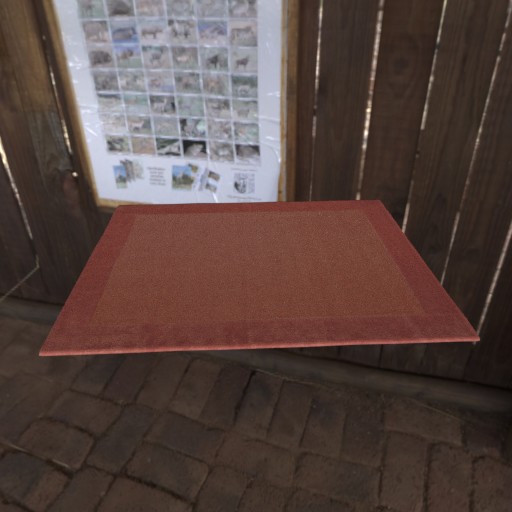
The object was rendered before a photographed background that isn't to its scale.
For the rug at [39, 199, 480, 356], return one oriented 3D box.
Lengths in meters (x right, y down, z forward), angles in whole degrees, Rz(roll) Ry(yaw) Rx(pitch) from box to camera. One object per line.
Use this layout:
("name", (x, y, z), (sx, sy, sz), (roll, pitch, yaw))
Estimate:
("rug", (0.000, 0.000, 3.997), (2.976, 0.018, 2.430), (-1, 30, -3))
